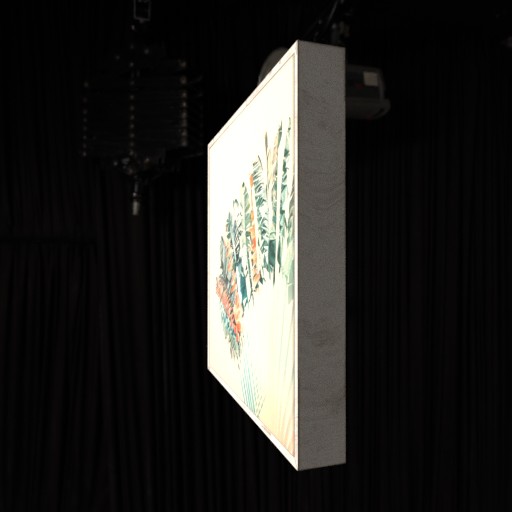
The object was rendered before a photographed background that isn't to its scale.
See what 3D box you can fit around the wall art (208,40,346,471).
[{"bbox_3d":[0.000,0.000,0.462,0.038,0.303,0.305,0,0,-18],"label":"wall art"}]
